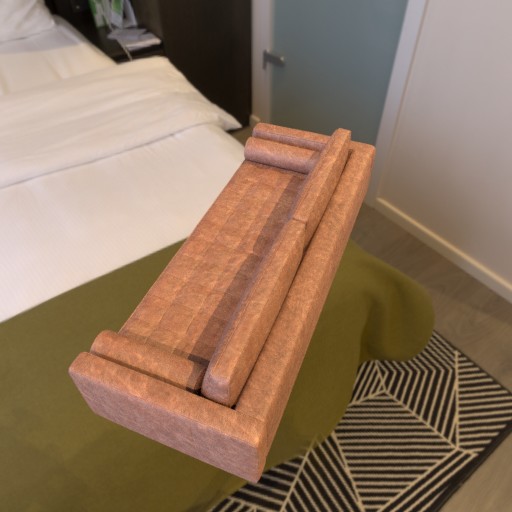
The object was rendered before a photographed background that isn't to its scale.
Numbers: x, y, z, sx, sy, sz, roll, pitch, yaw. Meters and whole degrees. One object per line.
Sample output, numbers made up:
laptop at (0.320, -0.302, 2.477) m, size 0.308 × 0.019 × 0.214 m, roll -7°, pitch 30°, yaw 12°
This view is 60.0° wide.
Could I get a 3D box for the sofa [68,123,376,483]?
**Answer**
sofa at (0.000, 0.000, 2.611) m, size 0.914 × 0.762 × 2.210 m, roll 16°, pitch 49°, yaw 15°
